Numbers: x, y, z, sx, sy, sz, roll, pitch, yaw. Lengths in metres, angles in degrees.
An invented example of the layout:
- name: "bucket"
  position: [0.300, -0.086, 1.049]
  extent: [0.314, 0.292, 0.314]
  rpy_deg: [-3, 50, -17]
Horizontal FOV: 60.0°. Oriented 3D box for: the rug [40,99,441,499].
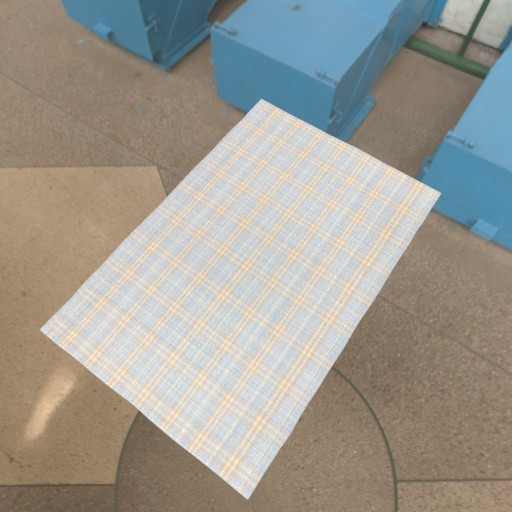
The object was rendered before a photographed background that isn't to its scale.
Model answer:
- name: "rug"
  position: [0.000, 0.000, 2.279]
  extent: [1.231, 0.012, 1.835]
  rpy_deg: [32, 68, 15]
